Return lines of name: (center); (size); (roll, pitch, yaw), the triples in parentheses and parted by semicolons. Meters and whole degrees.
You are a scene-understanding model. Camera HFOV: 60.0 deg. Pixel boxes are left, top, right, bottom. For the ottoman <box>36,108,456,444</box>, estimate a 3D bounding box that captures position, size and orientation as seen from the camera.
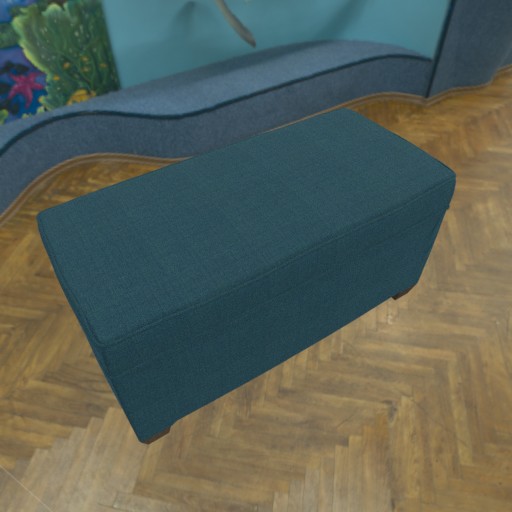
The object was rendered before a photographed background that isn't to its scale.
ottoman: (0.000, 0.000, 1.202); (0.943, 0.474, 0.474); (-25, 50, -22)
